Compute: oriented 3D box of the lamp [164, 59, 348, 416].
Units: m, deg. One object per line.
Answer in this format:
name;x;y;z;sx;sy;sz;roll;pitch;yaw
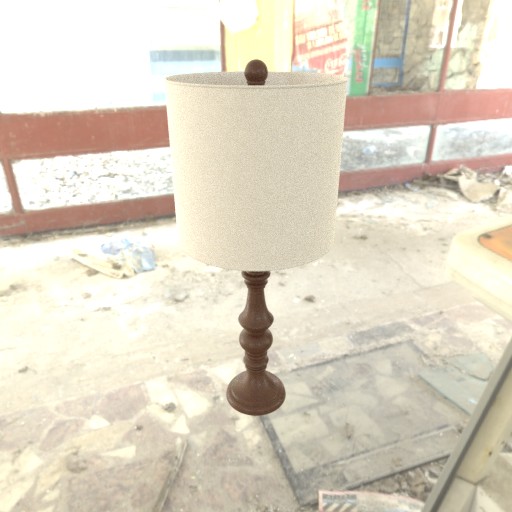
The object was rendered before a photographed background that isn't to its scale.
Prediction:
lamp;0.000;0.000;0.735;0.250;0.597;0.250;0;26;0
